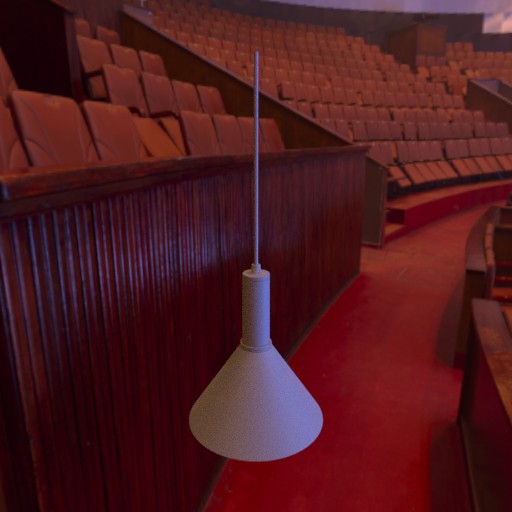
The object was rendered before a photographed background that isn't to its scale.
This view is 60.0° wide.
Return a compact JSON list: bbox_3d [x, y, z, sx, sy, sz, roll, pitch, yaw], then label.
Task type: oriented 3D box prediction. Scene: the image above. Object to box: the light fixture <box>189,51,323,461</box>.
[{"bbox_3d":[0.000,0.000,0.806,0.267,0.683,0.267,2,15,8],"label":"light fixture"}]
